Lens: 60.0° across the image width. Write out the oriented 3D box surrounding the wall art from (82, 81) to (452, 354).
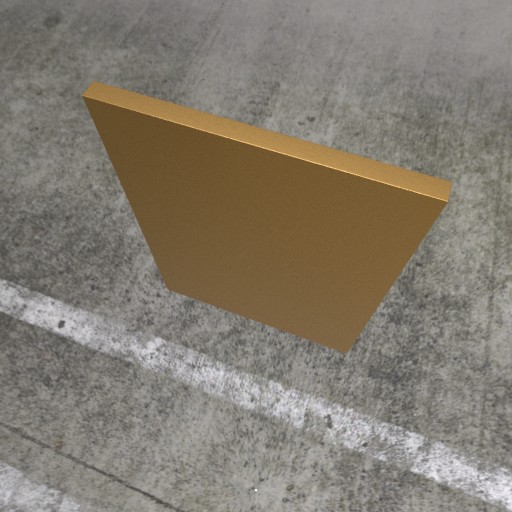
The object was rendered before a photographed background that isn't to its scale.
[{"bbox_3d":[0.000,0.000,1.059,0.610,0.812,0.038,18,64,9],"label":"wall art"}]
